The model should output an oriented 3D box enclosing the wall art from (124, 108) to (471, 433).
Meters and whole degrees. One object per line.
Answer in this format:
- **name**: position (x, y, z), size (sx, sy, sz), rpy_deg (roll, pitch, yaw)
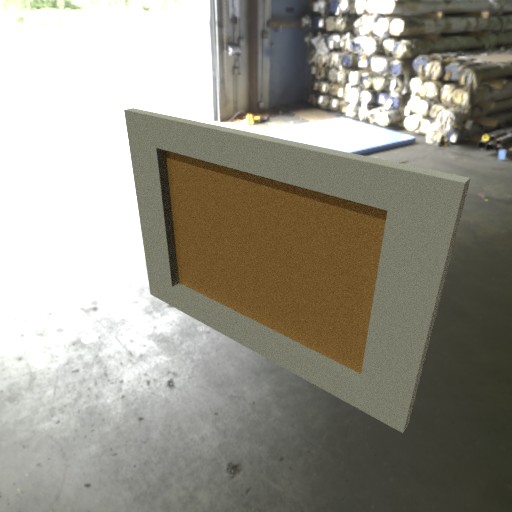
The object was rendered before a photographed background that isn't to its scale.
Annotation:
- **wall art**: position (0.000, 0.000, 1.138), size (0.906, 0.617, 0.033), rpy_deg (22, 36, 33)
